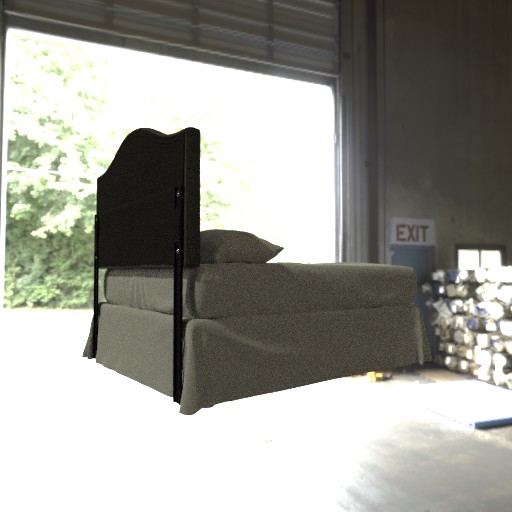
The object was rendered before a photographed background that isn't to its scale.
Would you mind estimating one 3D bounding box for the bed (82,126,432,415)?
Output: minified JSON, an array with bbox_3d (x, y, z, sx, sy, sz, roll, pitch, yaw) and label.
[{"bbox_3d":[0.000,0.000,3.544,2.221,1.645,1.876,1,-2,-36],"label":"bed"}]
